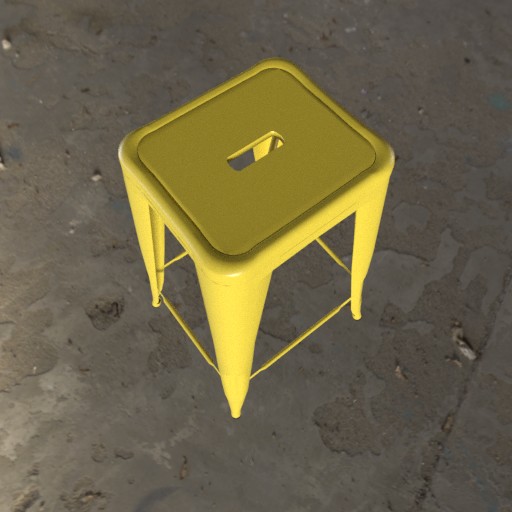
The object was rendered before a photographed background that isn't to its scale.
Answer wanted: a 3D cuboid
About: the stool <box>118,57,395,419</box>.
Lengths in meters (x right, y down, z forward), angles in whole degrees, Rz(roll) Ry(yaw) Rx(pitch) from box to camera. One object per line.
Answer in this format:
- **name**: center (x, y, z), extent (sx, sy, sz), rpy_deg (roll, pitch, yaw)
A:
- **stool**: center (0.000, 0.000, 0.837), extent (0.399, 0.609, 0.359), rpy_deg (-35, 69, -16)
